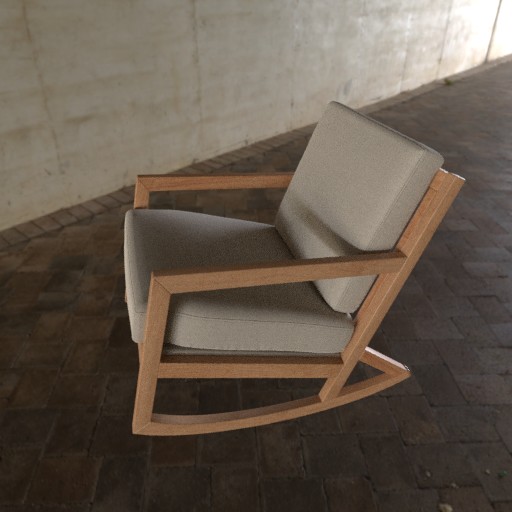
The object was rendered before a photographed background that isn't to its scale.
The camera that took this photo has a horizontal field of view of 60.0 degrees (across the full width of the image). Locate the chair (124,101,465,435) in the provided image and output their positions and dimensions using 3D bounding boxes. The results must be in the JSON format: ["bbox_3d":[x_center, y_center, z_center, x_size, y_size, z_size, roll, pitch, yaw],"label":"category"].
[{"bbox_3d":[0.000,0.000,1.374,0.857,0.790,0.622,-9,33,-14],"label":"chair"}]
